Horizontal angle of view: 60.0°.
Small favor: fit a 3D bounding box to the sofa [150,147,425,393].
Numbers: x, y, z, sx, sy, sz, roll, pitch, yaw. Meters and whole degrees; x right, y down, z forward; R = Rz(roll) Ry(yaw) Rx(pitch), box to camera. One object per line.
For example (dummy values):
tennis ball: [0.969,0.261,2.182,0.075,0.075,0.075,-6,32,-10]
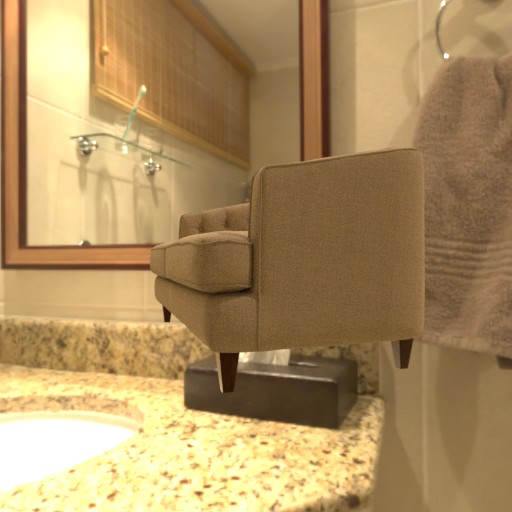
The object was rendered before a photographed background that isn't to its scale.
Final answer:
sofa: [0.000,0.000,2.251,0.941,0.855,1.733,0,0,-18]
